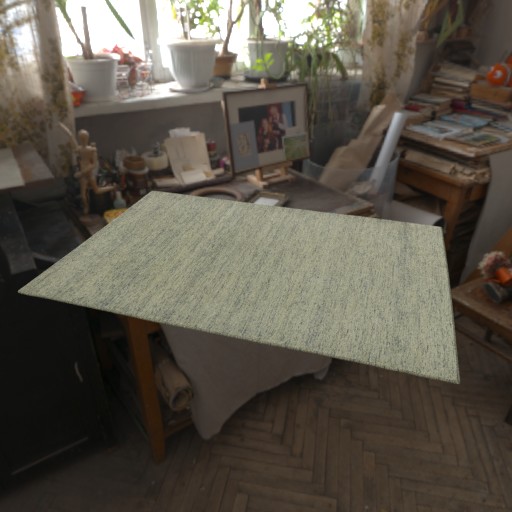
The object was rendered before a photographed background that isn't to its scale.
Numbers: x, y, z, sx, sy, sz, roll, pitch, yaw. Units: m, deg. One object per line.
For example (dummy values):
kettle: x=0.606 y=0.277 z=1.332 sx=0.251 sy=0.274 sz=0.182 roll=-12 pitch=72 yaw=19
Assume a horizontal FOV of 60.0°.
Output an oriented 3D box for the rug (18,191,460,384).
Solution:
rug: x=0.000 y=0.000 z=2.251 sx=1.846 sy=0.014 sz=1.243 roll=9 pitch=32 yaw=15
